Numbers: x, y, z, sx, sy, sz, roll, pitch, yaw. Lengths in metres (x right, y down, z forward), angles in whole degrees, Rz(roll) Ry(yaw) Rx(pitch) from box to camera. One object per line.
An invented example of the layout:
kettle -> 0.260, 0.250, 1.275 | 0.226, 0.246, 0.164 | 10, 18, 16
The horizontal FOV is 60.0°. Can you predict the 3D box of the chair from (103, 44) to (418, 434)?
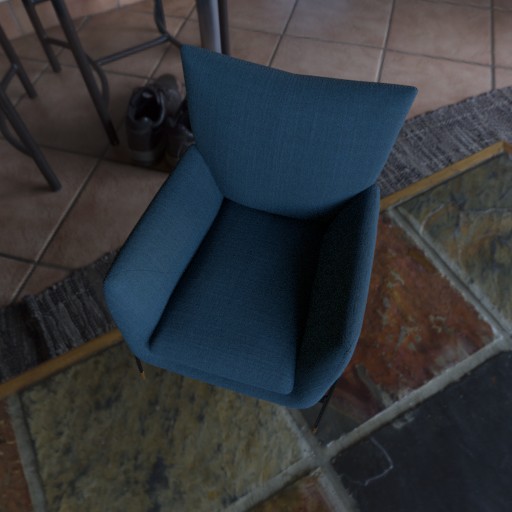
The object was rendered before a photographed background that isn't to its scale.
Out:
chair -> 0.000, 0.000, 1.378 | 0.678, 0.859, 0.769 | 15, 59, 9
